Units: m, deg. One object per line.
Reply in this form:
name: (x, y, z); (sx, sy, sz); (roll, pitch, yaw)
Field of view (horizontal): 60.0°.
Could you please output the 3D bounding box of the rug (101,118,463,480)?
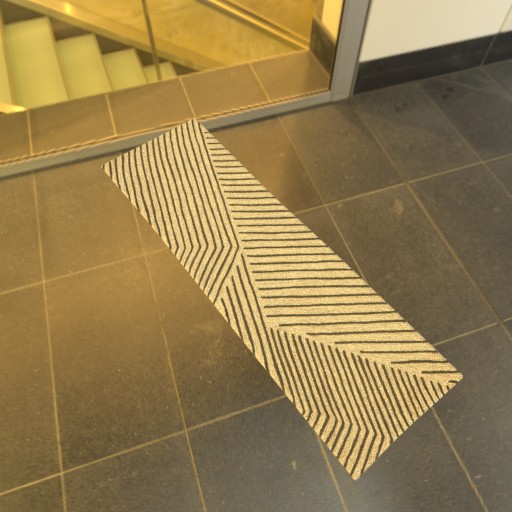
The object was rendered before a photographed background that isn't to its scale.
rug: (0.000, 0.000, 2.633); (0.773, 0.020, 2.439); (-34, 64, -19)
